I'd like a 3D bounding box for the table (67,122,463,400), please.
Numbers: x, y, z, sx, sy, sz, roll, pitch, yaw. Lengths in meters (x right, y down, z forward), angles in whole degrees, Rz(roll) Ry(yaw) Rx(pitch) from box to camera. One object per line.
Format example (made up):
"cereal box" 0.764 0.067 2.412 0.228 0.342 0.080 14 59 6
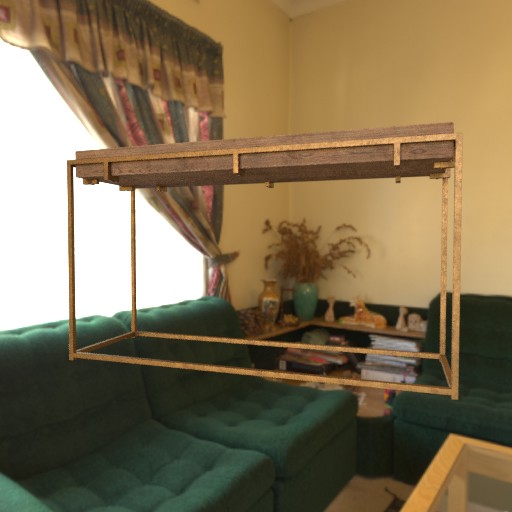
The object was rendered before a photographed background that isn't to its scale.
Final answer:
"table" 0.000 0.000 1.719 1.400 0.820 0.440 1 2 18
